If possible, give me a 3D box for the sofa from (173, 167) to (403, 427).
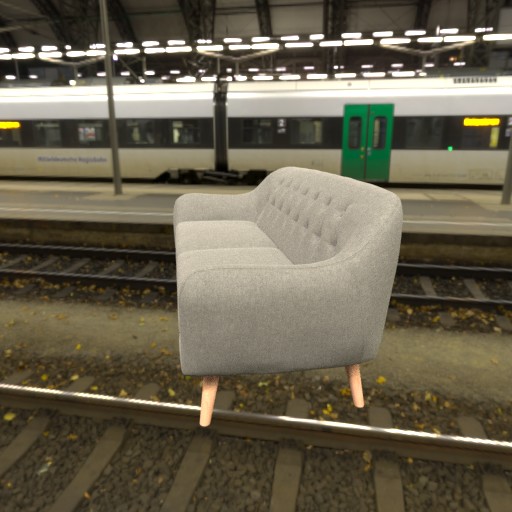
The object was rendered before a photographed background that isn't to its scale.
[{"bbox_3d":[0.000,0.000,2.258,0.820,0.820,1.840,-3,15,-10],"label":"sofa"}]
